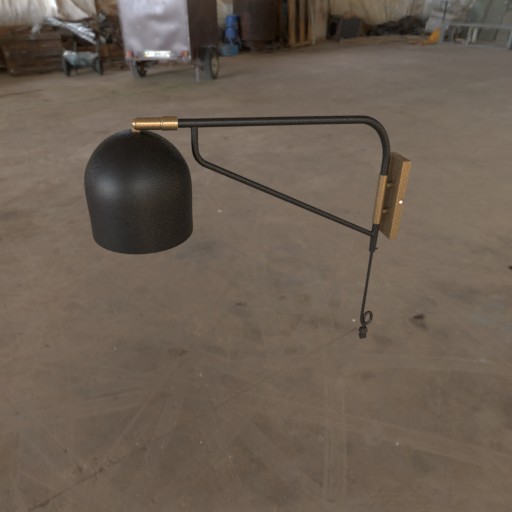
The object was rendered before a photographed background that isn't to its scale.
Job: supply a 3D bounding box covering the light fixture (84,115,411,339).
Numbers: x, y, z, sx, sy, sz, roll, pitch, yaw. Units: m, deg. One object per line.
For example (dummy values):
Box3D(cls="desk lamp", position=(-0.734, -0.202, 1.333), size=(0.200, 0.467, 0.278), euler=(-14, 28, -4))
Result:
Box3D(cls="light fixture", position=(0.000, 0.000, 1.083), size=(0.720, 0.696, 0.215), euler=(-8, 32, -13))
